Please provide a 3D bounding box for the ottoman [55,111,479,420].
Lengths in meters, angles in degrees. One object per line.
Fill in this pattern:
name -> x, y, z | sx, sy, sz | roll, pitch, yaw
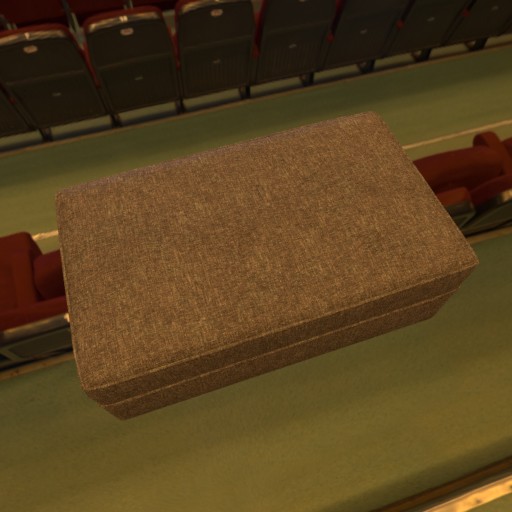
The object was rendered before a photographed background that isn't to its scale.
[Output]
ottoman -> 0.000, 0.000, 1.531 | 1.184, 0.487, 0.717 | -16, 61, -9
